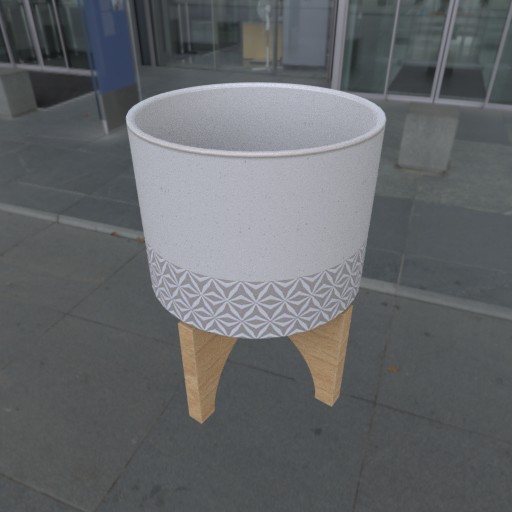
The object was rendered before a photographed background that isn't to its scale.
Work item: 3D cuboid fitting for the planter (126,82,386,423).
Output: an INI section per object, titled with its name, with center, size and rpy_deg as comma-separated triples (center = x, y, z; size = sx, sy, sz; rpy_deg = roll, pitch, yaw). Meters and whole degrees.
[planter]
center = 0.000, 0.000, 0.528
size = 0.249, 0.343, 0.249
rpy_deg = 0, 33, 0
